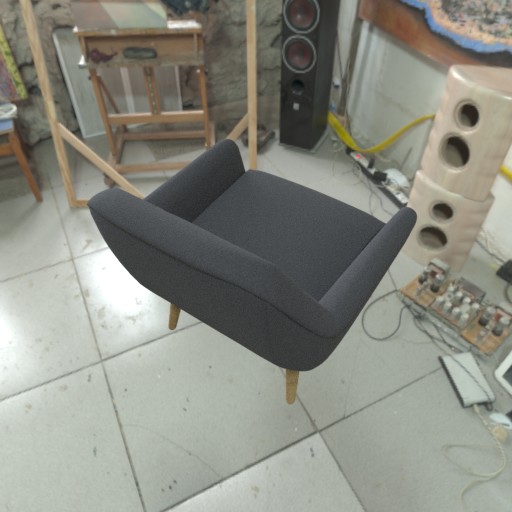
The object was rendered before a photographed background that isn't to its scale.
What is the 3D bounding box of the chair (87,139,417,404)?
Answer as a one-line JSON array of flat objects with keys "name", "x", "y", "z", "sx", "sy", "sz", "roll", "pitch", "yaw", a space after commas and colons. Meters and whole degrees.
[{"name": "chair", "x": 0.000, "y": 0.000, "z": 1.417, "sx": 0.770, "sy": 0.800, "sz": 0.779, "roll": 26, "pitch": 52, "yaw": 23}]
